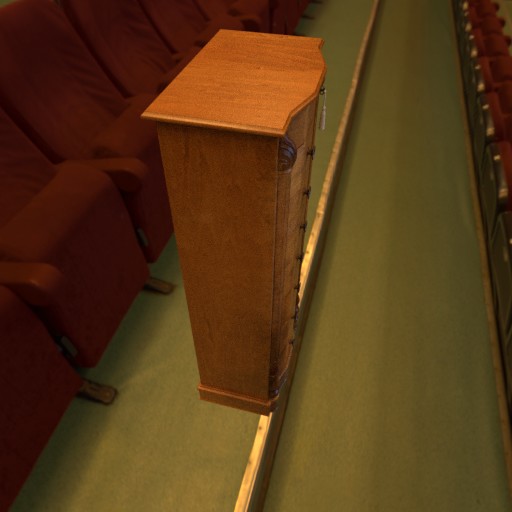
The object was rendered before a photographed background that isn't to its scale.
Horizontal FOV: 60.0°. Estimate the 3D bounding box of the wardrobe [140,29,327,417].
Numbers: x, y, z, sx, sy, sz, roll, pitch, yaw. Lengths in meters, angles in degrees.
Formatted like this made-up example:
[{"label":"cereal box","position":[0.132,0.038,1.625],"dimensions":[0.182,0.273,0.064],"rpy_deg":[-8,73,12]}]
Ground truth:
[{"label":"wardrobe","position":[0.000,0.000,1.152],"dimensions":[0.273,0.959,0.406],"rpy_deg":[10,46,10]}]
